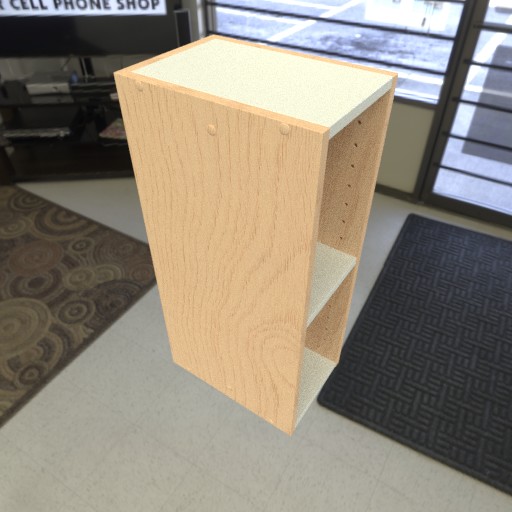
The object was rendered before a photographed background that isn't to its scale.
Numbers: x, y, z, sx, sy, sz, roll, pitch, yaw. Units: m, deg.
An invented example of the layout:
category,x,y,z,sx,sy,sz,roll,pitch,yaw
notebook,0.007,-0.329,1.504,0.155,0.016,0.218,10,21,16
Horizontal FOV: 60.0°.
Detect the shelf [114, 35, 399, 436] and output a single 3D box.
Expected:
category,x,y,z,sx,sy,sz,roll,pitch,yaw
shelf,0.000,0.000,0.742,0.290,0.600,0.200,24,47,25
